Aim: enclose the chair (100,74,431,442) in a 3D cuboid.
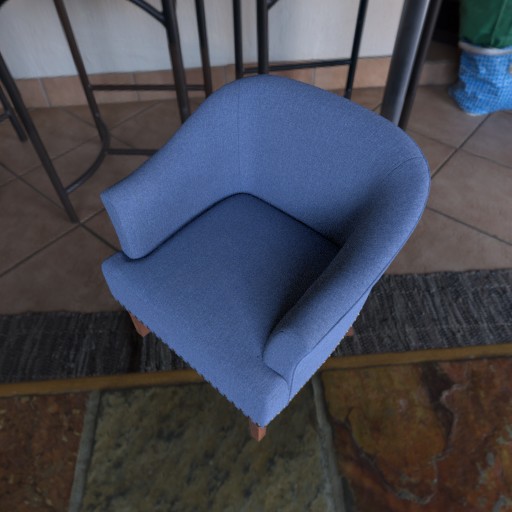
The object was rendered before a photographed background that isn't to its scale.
[{"bbox_3d":[0.000,0.000,1.399,0.798,0.815,0.704,33,56,26],"label":"chair"}]
